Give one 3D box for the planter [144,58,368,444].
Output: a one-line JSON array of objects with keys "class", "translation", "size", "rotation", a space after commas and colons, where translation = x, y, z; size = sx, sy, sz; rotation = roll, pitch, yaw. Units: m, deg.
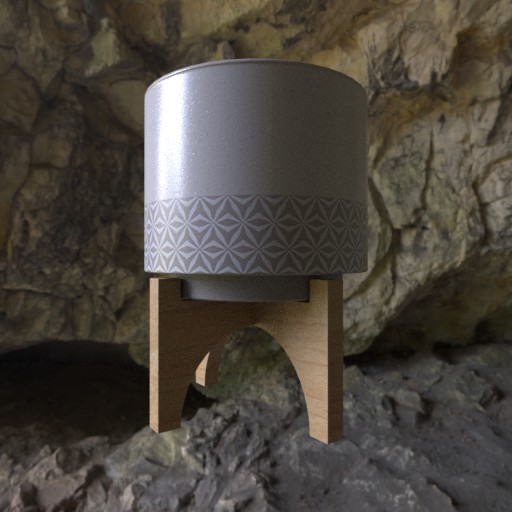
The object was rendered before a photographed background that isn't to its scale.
[{"class": "planter", "translation": [0.000, 0.000, 0.385], "size": [0.188, 0.260, 0.188], "rotation": [0, 0, 0]}]
